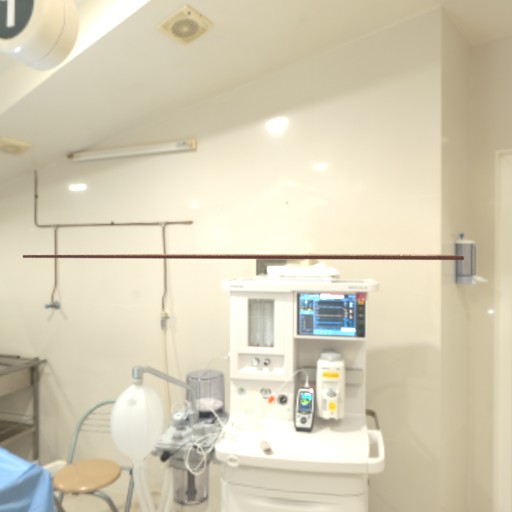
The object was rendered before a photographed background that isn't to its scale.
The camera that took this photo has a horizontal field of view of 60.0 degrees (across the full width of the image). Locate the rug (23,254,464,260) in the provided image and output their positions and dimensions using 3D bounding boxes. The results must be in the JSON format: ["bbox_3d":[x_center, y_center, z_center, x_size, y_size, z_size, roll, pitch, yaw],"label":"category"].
[{"bbox_3d":[0.000,0.000,5.737,4.578,0.033,3.033,0,0,19],"label":"rug"}]
